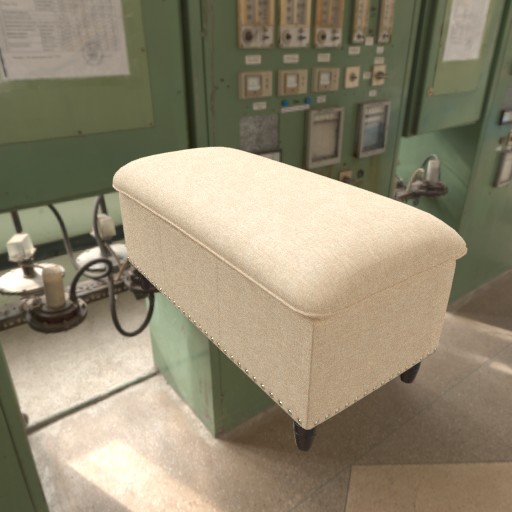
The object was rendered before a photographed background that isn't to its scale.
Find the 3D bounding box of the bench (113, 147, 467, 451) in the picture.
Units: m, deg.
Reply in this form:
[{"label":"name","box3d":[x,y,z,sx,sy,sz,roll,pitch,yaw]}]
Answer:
[{"label":"bench","box3d":[0.000,0.000,1.260,0.483,0.483,0.991,-18,31,-32]}]
